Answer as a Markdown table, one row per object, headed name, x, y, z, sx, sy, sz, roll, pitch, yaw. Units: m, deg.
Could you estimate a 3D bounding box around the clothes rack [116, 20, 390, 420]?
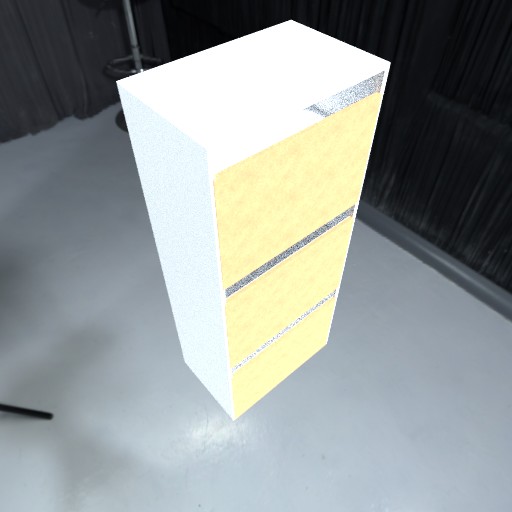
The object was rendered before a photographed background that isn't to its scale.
| name | x | y | z | sx | sy | sz | roll | pitch | yaw |
| --- | --- | --- | --- | --- | --- | --- | --- | --- | --- |
| clothes rack | 0.000 | 0.000 | 1.391 | 0.500 | 1.187 | 0.330 | -33 | 56 | -26 |
